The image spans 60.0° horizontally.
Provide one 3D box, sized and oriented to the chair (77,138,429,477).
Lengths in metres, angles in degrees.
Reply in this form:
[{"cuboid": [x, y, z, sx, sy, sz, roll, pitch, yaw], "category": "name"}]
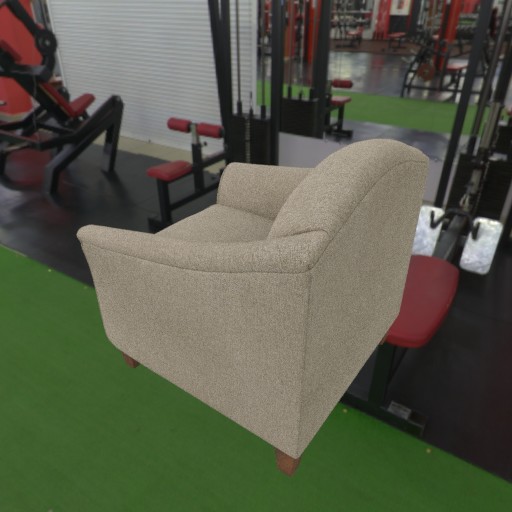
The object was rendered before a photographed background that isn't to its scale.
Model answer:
[{"cuboid": [0.000, 0.000, 1.429, 0.787, 0.839, 0.763, 20, 36, 30], "category": "chair"}]
